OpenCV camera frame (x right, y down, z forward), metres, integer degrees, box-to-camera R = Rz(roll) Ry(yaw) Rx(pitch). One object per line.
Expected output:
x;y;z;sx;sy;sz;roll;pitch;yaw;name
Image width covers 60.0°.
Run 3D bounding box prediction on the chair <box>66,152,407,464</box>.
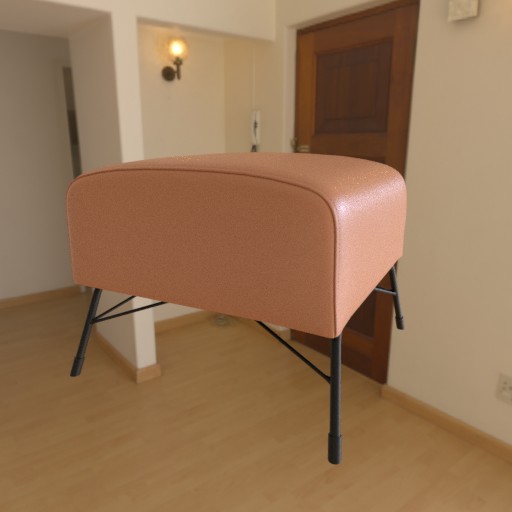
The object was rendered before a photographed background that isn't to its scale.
0.000;0.000;0.900;0.530;0.410;0.530;7;16;27;chair
